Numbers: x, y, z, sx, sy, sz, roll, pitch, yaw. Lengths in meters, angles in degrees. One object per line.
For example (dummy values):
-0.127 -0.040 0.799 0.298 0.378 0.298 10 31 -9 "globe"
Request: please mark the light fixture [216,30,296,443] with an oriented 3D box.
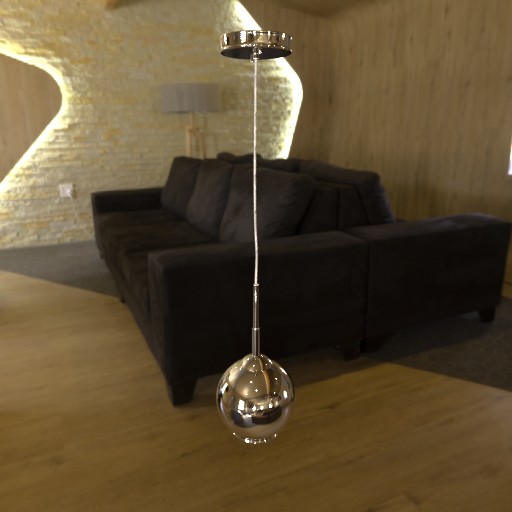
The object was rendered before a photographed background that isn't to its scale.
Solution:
0.000 0.000 1.712 0.336 1.538 0.336 -2 15 -9 "light fixture"
